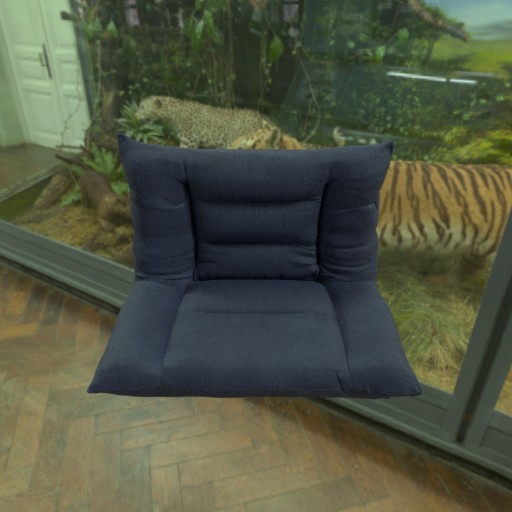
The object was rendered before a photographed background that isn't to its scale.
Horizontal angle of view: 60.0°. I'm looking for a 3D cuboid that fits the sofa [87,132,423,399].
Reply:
[{"bbox_3d":[0.000,0.000,1.691,1.122,0.778,0.849,0,30,0],"label":"sofa"}]
